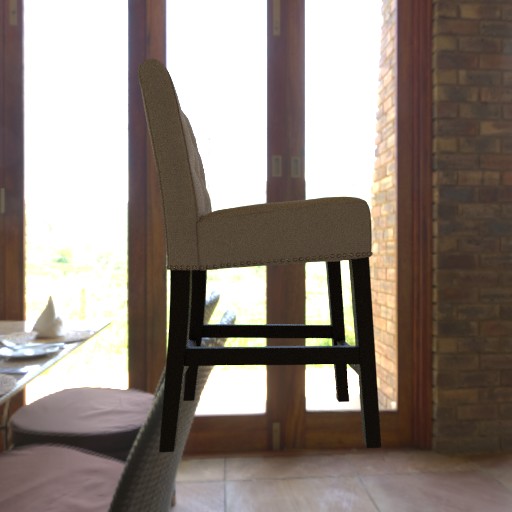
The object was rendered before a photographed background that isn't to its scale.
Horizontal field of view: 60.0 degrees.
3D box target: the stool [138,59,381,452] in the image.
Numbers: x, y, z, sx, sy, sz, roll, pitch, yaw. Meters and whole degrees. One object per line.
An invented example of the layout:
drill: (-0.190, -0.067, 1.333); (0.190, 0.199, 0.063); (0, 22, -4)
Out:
stool: (0.000, 0.000, 1.194); (0.571, 0.885, 0.427); (0, 0, -1)
